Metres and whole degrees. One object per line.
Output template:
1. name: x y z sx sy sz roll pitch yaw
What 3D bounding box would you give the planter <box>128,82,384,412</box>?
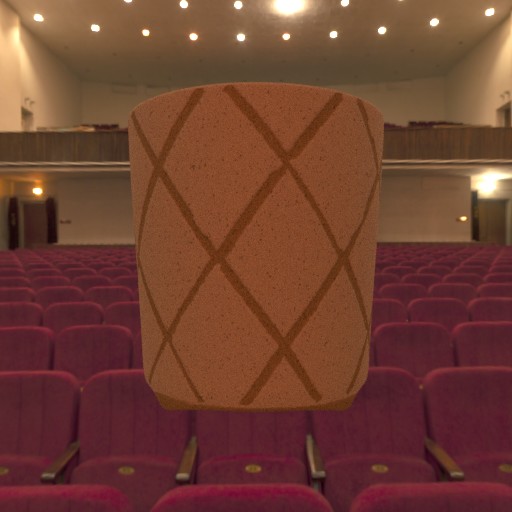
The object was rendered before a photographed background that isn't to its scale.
1. planter: 0.000 0.000 0.345 0.191 0.199 0.191 0 1 0
